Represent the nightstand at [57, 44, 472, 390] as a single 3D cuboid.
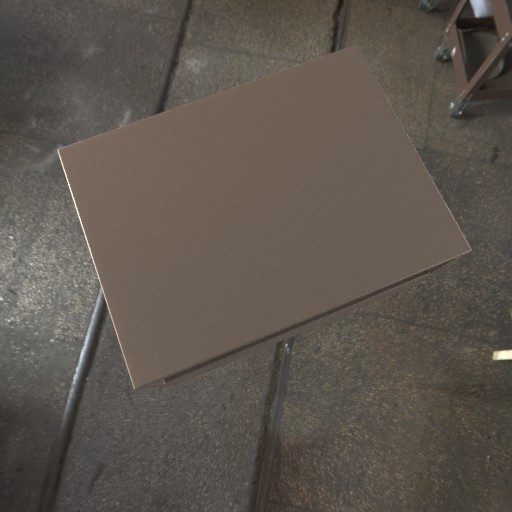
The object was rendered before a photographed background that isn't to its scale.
[{"bbox_3d":[0.000,0.000,0.723,0.370,0.508,0.288,-21,76,-6],"label":"nightstand"}]
